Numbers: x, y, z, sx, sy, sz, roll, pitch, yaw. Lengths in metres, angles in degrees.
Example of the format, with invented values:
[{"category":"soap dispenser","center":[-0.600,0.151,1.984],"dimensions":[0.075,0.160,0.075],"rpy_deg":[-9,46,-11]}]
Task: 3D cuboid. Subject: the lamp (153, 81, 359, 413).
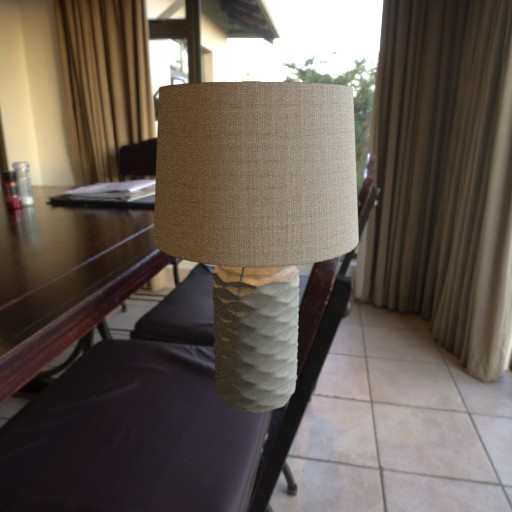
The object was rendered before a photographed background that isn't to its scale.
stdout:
[{"category":"lamp","center":[0.000,0.000,0.842],"dimensions":[0.376,0.594,0.376],"rpy_deg":[0,17,0]}]
